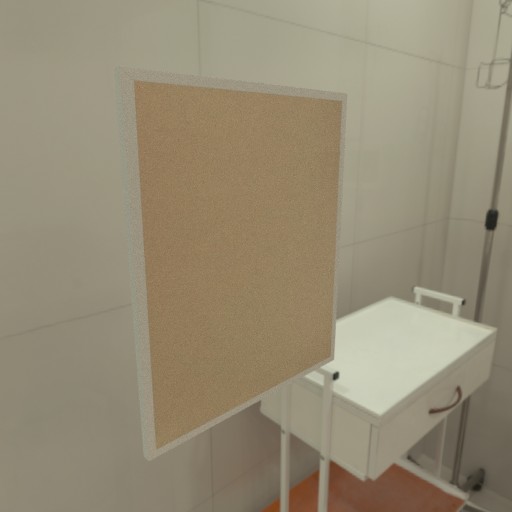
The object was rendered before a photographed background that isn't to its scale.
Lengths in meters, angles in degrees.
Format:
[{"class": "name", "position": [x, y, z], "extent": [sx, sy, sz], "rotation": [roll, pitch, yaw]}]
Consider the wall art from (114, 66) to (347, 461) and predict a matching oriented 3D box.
[{"class": "wall art", "position": [0.000, 0.000, 0.625], "extent": [0.382, 0.456, 0.013], "rotation": [-14, 20, -42]}]
